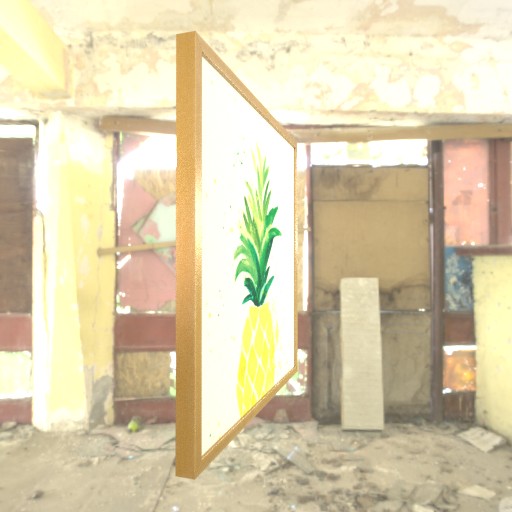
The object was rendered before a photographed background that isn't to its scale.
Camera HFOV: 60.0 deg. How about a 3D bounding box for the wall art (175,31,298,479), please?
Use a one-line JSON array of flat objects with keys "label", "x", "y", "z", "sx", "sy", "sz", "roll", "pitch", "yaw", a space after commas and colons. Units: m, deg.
[{"label": "wall art", "x": 0.000, "y": 0.000, "z": 1.117, "sx": 0.037, "sy": 0.760, "sz": 0.762, "roll": 0, "pitch": 0, "yaw": 18}]
